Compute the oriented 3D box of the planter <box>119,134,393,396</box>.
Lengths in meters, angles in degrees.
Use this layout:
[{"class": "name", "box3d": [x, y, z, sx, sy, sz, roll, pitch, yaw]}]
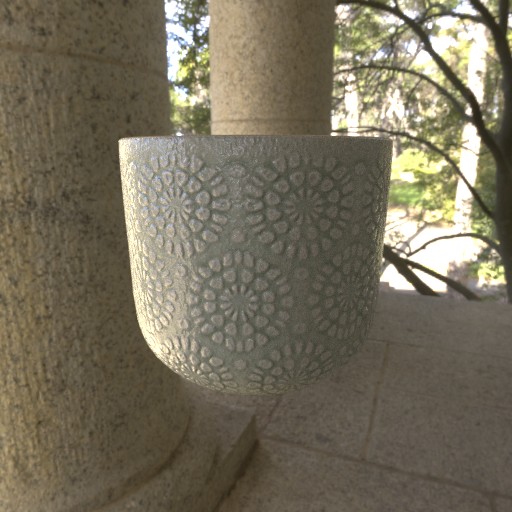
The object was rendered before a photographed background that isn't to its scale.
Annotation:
[{"class": "planter", "box3d": [0.000, 0.000, 0.302, 0.169, 0.153, 0.169, 0, 13, 0]}]
